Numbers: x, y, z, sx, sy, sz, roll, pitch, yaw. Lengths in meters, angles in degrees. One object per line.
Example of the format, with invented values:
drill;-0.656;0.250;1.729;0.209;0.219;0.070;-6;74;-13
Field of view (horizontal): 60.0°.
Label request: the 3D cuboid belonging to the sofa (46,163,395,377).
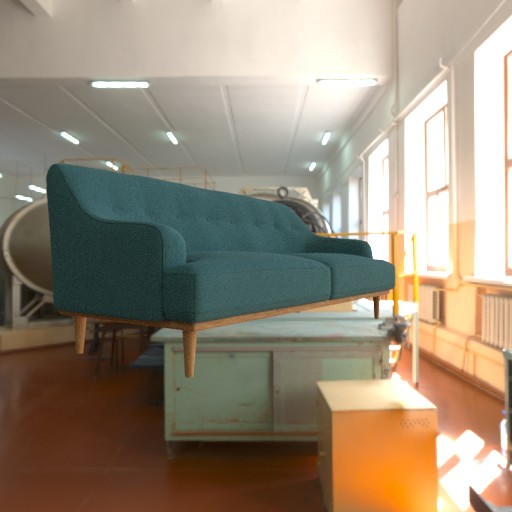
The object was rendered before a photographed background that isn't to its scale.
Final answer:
sofa;0.000;0.000;2.562;0.978;0.871;2.057;0;0;36
